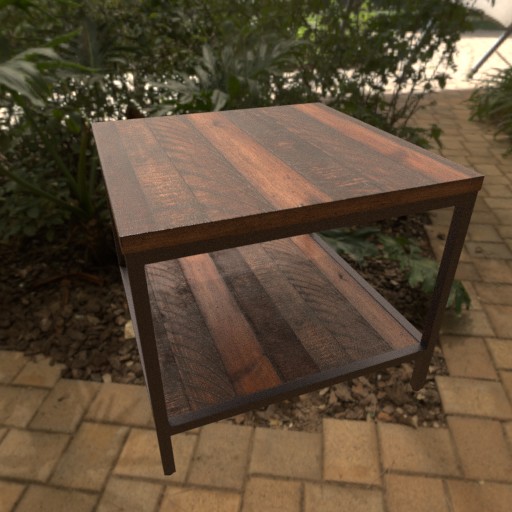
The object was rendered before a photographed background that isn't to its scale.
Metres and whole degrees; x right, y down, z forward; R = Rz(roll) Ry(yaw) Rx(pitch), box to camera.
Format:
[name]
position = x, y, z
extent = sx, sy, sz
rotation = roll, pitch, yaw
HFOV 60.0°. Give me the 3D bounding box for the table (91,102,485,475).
[table]
position = 0.000, 0.000, 0.947
extent = 0.553, 0.482, 0.548
rotation = -11, 33, -18
